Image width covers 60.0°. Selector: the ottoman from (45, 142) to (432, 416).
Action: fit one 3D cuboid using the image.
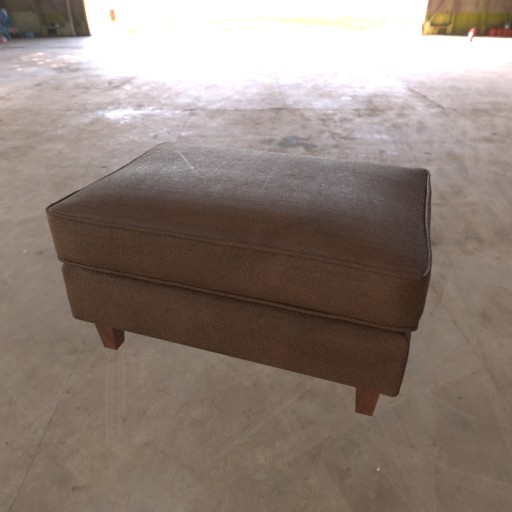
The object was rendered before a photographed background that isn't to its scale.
[{"bbox_3d":[0.000,0.000,1.219,0.860,0.481,0.596,10,32,16],"label":"ottoman"}]
